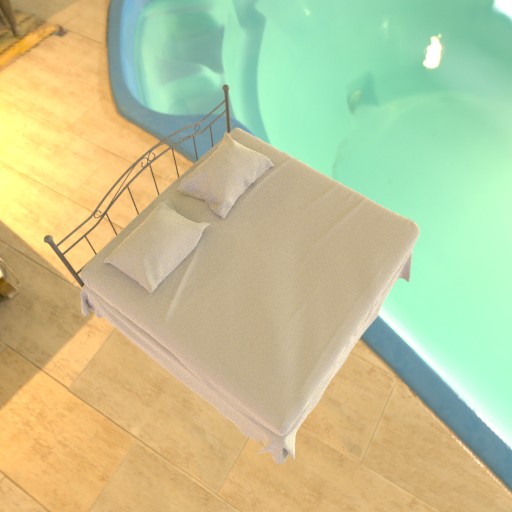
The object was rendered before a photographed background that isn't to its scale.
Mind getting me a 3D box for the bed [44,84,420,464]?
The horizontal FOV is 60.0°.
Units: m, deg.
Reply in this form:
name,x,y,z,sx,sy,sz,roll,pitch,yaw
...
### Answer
name,x,y,z,sx,sy,sz,roll,pitch,yaw
bed,0.000,0.000,3.617,2.220,1.080,2.309,33,65,18
